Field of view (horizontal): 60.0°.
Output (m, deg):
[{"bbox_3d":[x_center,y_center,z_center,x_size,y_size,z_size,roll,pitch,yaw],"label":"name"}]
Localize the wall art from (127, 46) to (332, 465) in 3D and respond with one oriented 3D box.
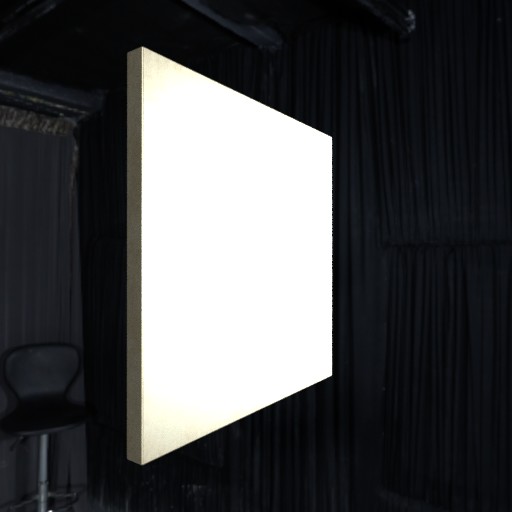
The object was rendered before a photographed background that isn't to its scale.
[{"bbox_3d":[0.000,0.000,0.746,0.030,0.506,0.503,0,0,36],"label":"wall art"}]
